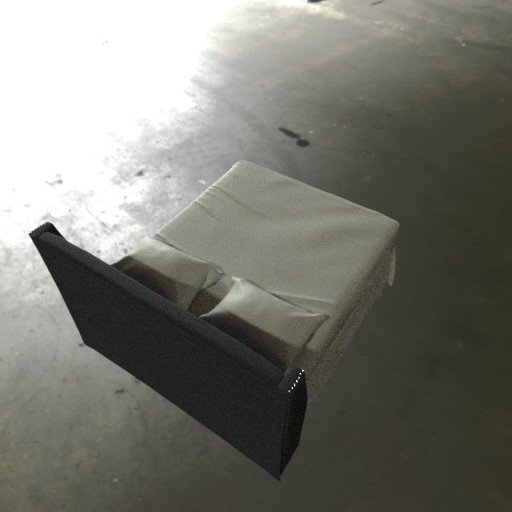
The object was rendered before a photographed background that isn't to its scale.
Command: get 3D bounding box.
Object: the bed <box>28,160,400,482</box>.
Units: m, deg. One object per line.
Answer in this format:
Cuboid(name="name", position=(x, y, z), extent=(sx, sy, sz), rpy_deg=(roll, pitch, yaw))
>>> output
Cuboid(name="bed", position=(0.000, 0.000, 3.483), extent=(1.925, 1.332, 2.276), rpy_deg=(26, 53, 22))
